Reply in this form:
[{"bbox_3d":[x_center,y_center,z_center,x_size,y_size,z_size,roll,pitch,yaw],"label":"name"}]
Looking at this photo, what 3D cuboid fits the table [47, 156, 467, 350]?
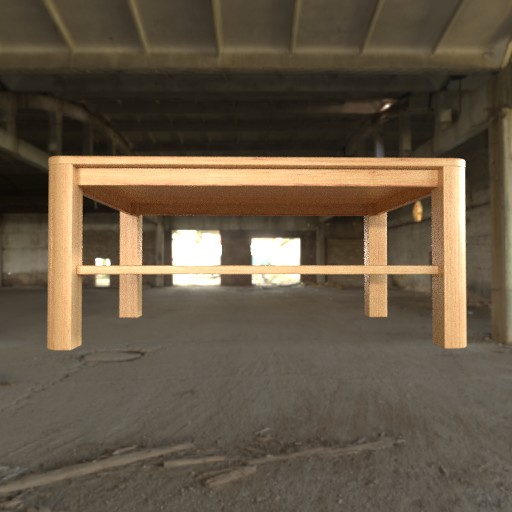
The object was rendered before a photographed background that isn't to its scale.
[{"bbox_3d":[0.000,0.000,1.370,0.997,0.445,0.696,0,-1,-1],"label":"table"}]
